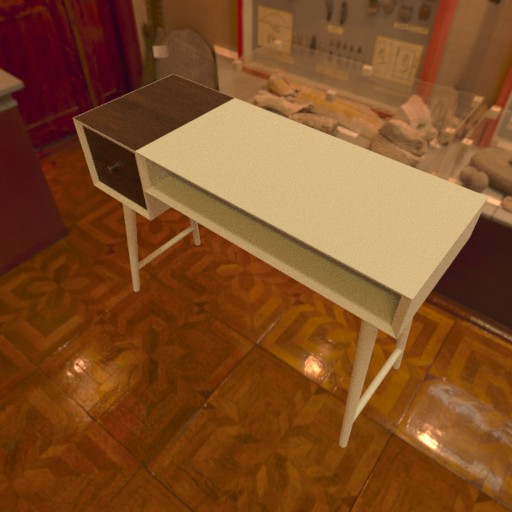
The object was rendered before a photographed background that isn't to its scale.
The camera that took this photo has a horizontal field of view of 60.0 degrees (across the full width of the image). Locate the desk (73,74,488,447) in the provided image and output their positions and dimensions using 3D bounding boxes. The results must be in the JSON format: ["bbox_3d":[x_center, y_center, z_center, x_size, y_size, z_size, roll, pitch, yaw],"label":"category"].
[{"bbox_3d":[0.000,0.000,1.432,1.069,0.761,0.409,30,53,27],"label":"desk"}]
